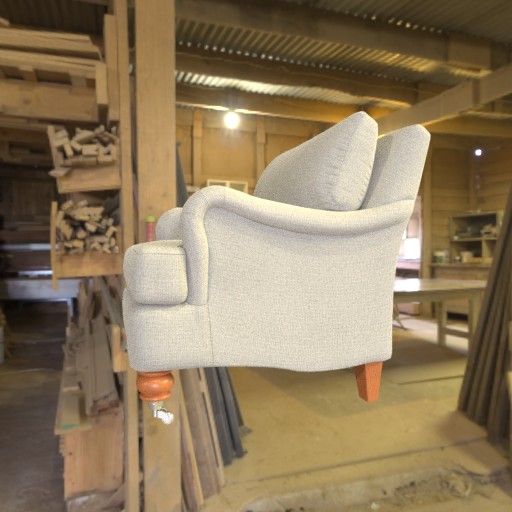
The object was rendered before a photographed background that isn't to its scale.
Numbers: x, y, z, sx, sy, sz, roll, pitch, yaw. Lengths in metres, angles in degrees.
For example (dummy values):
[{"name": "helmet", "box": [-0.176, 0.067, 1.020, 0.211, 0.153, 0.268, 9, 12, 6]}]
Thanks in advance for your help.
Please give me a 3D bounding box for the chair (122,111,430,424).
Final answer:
[{"name": "chair", "box": [0.000, 0.000, 1.867, 1.070, 1.038, 0.955, 0, 1, -18]}]
